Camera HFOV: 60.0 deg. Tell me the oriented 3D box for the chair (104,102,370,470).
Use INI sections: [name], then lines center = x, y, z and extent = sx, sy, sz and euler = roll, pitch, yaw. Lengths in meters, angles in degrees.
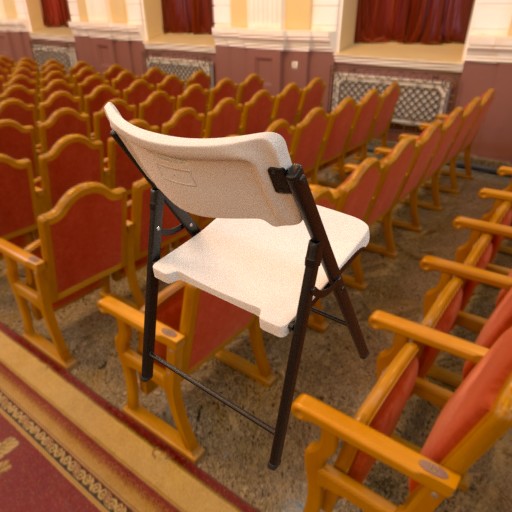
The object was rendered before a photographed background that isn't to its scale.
[chair]
center = 0.000, 0.000, 1.118
extent = 0.482, 0.765, 0.577
euler = 21, 35, 32
